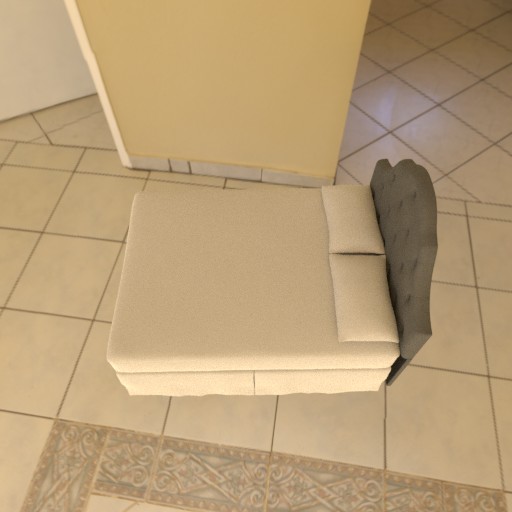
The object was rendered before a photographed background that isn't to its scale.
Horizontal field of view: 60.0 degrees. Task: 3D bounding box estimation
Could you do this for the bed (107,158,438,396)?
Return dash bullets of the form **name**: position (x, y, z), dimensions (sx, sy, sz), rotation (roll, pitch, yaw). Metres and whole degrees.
- **bed**: position (0.000, 0.000, 3.341), dimensions (2.155, 1.575, 1.636), rotation (-1, 57, -1)
